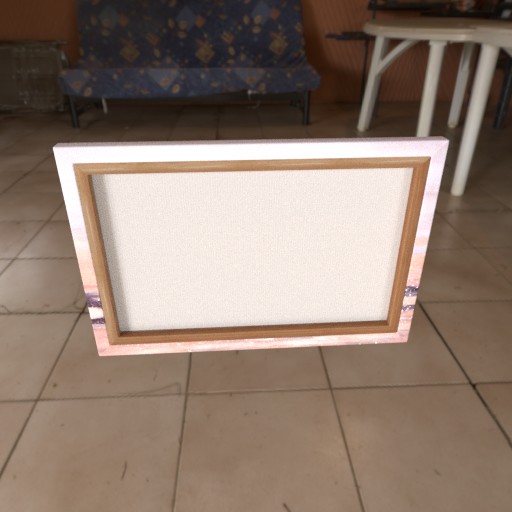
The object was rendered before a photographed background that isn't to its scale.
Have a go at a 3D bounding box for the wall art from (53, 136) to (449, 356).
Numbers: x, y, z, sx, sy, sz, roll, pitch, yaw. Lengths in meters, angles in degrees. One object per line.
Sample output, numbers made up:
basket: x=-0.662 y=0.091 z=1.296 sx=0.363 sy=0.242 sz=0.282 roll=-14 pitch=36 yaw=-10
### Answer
wall art: x=0.000 y=0.000 z=1.179 sx=0.913 sy=0.609 sz=0.038 roll=-2 pitch=29 yaw=-3
